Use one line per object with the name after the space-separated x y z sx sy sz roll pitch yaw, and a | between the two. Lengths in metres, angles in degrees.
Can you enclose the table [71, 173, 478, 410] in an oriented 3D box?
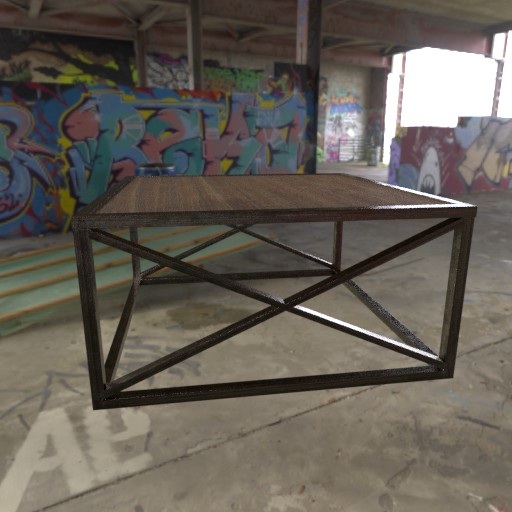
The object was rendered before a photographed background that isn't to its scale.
0.000 0.000 1.454 0.899 0.451 0.909 -2 16 -9 | table
